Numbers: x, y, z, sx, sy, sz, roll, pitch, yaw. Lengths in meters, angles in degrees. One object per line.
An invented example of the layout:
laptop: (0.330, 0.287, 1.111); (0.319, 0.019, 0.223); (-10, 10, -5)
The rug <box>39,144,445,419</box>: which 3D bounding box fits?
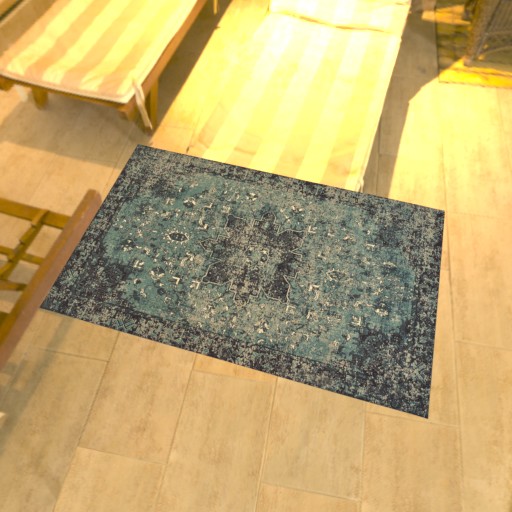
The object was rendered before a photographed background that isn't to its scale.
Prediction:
rug: (0.000, 0.000, 3.034); (2.440, 0.007, 1.525); (14, 59, 8)
